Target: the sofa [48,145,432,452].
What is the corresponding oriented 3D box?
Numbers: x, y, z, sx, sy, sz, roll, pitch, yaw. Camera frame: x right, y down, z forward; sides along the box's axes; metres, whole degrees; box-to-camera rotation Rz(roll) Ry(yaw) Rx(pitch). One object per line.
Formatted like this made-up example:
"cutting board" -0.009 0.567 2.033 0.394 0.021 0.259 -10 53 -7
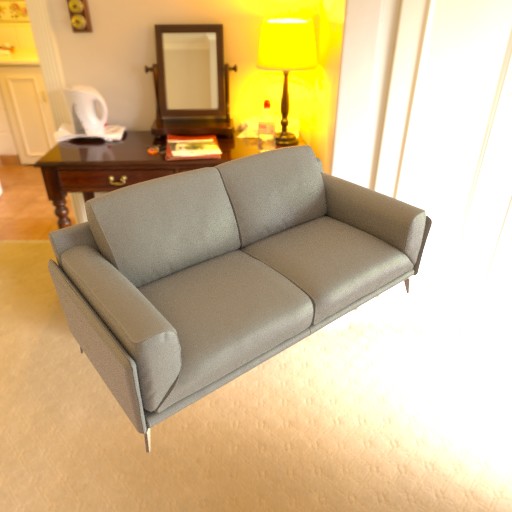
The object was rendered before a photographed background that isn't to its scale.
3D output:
"sofa" 0.000 0.000 2.671 2.101 0.930 1.049 -22 37 -33
